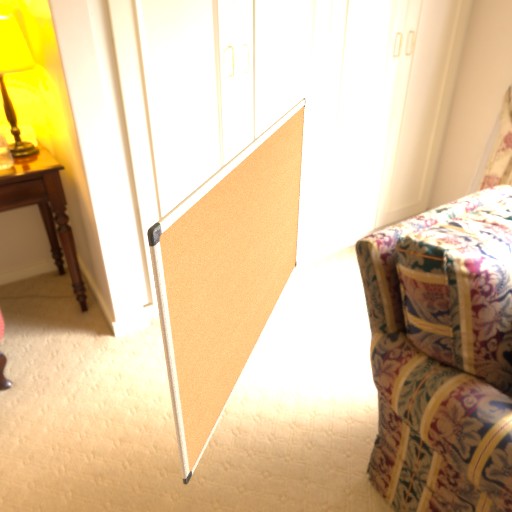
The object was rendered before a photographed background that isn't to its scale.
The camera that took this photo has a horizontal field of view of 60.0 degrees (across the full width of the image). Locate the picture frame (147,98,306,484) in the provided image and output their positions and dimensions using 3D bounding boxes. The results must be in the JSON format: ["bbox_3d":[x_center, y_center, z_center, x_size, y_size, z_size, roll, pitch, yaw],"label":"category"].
[{"bbox_3d":[0.000,0.000,1.126,0.010,0.600,0.900,10,33,16],"label":"picture frame"}]
